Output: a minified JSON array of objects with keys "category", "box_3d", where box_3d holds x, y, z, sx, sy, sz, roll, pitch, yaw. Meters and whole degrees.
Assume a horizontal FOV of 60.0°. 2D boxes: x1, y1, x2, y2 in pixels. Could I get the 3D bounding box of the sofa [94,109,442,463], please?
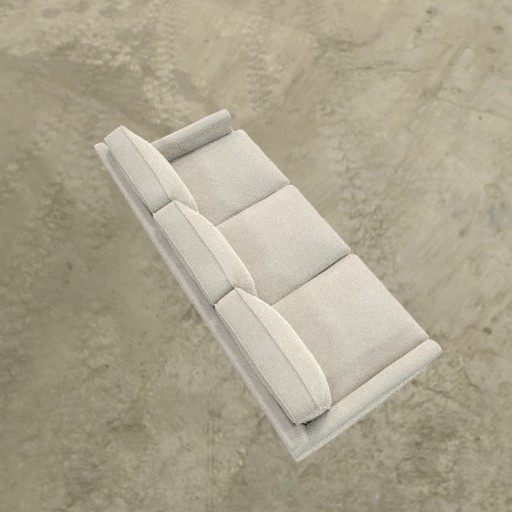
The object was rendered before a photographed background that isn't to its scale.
[{"category":"sofa","box_3d":[0.000,0.000,2.820,1.084,1.003,2.246,-30,64,-16]}]
